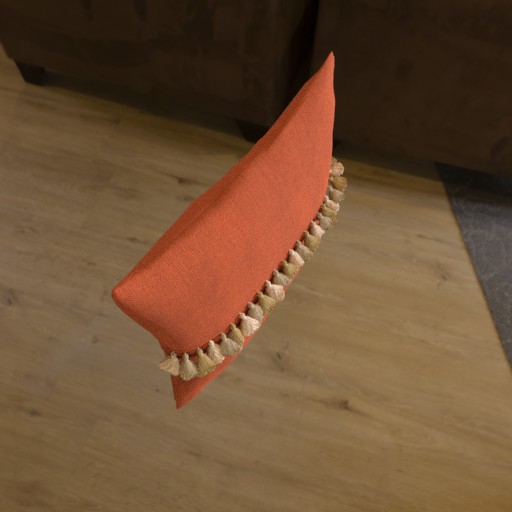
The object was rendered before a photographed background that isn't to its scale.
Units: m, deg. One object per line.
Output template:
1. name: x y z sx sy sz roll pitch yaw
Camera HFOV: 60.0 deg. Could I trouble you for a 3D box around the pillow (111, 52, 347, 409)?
1. pillow: 0.000 0.000 0.739 0.165 0.482 0.490 29 63 17
